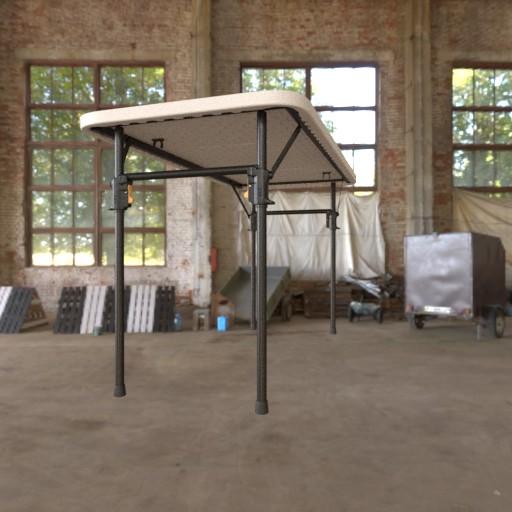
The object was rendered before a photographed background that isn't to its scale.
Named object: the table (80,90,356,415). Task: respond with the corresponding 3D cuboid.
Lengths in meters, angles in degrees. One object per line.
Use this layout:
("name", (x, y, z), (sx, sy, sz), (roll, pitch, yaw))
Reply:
("table", (0.000, 0.000, 1.613), (0.610, 0.729, 1.219), (0, 0, 19))
